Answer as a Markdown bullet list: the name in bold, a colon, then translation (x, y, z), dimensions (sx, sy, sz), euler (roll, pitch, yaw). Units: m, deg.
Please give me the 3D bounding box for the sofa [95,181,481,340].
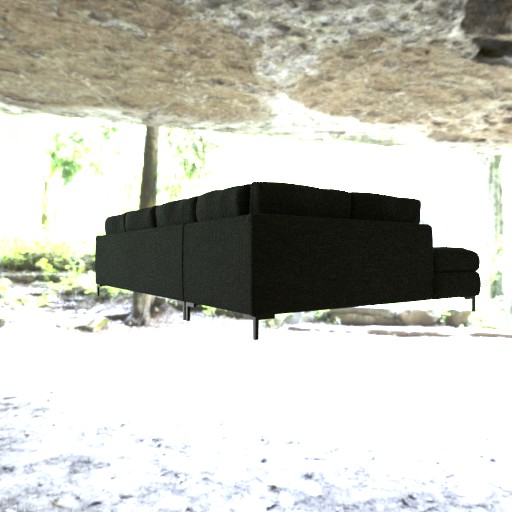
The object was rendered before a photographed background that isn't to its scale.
- **sofa**: translation (0.000, 0.000, 3.876), dimensions (2.007, 0.815, 2.949), euler (0, 0, -34)
